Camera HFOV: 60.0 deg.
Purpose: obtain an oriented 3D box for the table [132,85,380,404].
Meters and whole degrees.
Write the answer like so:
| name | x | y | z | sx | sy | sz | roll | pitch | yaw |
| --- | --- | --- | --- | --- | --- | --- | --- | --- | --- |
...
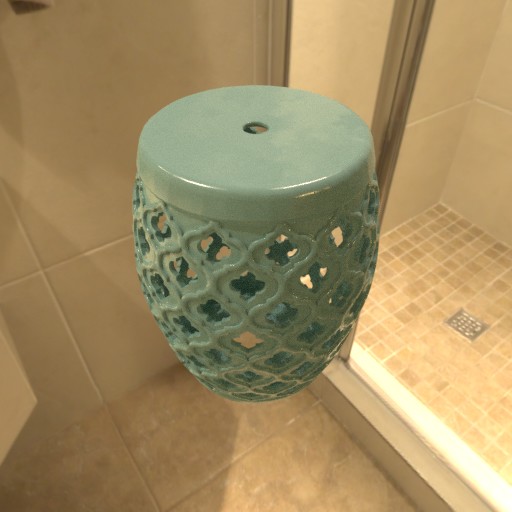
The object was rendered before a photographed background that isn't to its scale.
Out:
| name | x | y | z | sx | sy | sz | roll | pitch | yaw |
| --- | --- | --- | --- | --- | --- | --- | --- | --- | --- |
| table | 0.000 | 0.000 | 0.626 | 0.325 | 0.388 | 0.325 | 0 | 42 | 0 |
